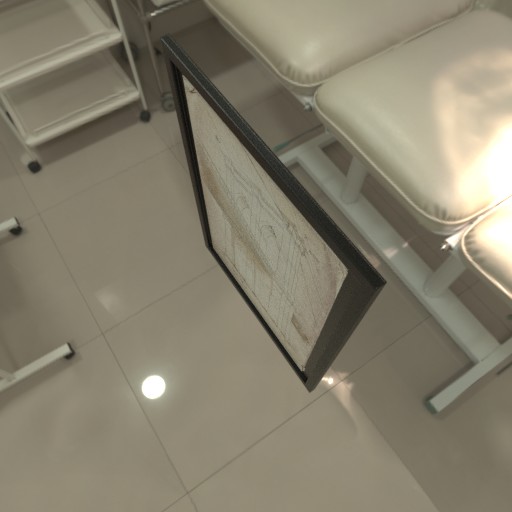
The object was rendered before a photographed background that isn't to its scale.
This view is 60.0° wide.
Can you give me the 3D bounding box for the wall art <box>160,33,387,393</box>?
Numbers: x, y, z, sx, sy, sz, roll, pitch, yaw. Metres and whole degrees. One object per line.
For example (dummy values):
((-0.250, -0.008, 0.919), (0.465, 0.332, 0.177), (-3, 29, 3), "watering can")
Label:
((0.000, 0.000, 0.857), (0.016, 0.657, 0.480), (-31, 68, -14), "wall art")
